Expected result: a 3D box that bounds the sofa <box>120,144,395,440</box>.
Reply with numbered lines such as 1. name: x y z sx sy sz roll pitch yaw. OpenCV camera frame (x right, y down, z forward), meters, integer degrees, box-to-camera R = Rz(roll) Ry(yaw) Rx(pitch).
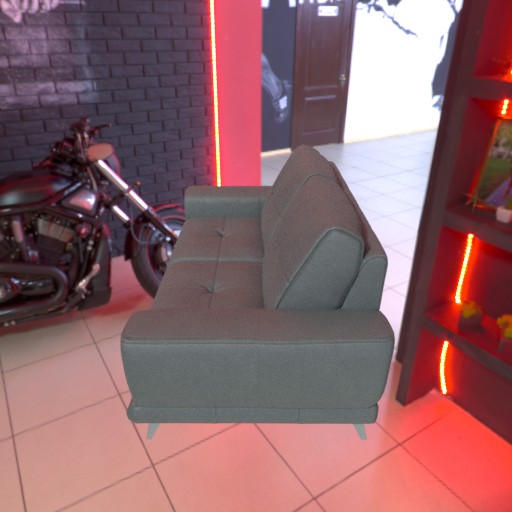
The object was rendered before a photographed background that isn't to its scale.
1. sofa: 0.000 0.000 2.391 1.018 0.907 1.806 0 27 0
